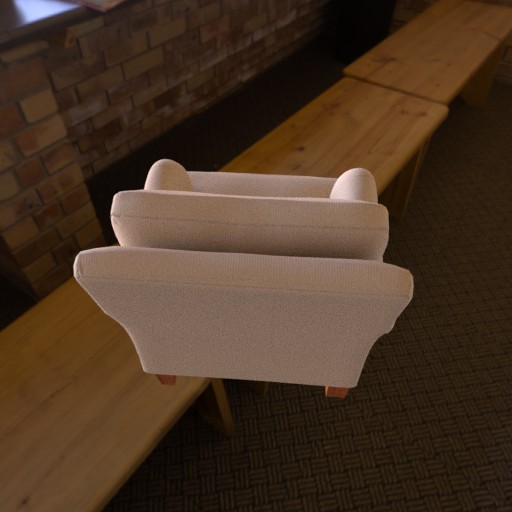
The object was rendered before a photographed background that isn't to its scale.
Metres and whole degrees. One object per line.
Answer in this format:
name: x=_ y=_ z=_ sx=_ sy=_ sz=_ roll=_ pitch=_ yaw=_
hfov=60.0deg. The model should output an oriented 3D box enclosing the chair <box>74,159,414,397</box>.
chair: x=0.000 y=0.000 z=1.809 sx=0.955 sy=1.038 sz=1.070 roll=3 pitch=47 yaw=3
